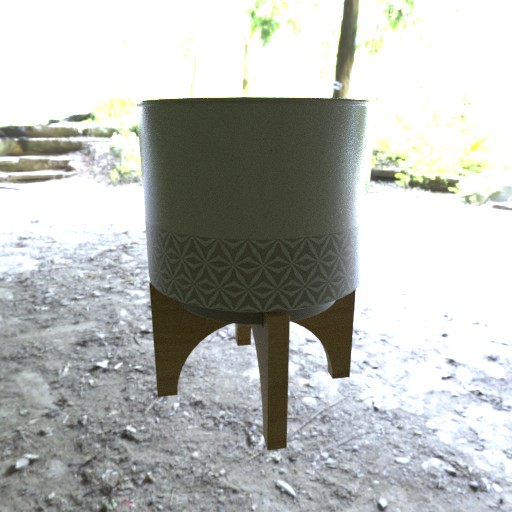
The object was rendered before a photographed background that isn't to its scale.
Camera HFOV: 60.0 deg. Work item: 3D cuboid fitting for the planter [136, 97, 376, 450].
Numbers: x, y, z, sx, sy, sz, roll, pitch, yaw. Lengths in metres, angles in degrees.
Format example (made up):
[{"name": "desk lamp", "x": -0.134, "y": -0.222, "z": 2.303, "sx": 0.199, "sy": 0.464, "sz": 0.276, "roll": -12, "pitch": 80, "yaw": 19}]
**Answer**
[{"name": "planter", "x": 0.000, "y": 0.000, "z": 0.397, "sx": 0.188, "sy": 0.260, "sz": 0.188, "roll": 0, "pitch": 17, "yaw": 0}]
